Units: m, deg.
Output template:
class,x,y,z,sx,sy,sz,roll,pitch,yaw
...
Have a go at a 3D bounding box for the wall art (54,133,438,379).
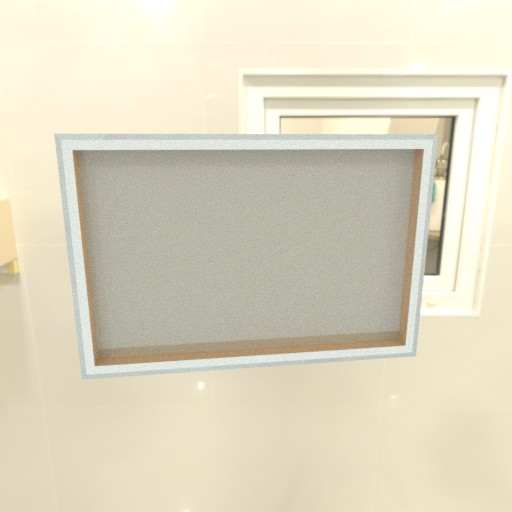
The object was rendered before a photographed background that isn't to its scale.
class,x,y,z,sx,sy,sz,roll,pitch,yaw
wall art,0.000,0.000,0.768,0.609,0.407,0.038,-2,15,-8
